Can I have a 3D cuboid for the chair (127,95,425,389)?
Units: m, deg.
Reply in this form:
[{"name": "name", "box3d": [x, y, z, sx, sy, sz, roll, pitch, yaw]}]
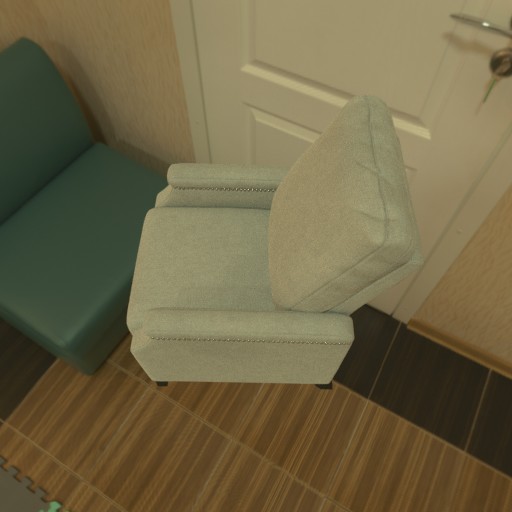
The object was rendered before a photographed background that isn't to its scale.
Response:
[{"name": "chair", "box3d": [0.000, 0.000, 1.632, 0.922, 1.049, 0.710, 1, 59, 1]}]
